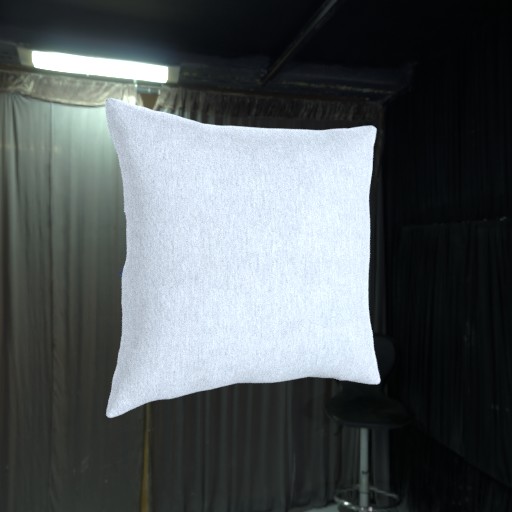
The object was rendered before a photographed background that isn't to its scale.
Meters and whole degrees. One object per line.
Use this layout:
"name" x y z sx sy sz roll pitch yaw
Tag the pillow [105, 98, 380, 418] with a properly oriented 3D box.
"pillow" 0.000 0.000 0.673 0.433 0.436 0.173 0 1 -19
